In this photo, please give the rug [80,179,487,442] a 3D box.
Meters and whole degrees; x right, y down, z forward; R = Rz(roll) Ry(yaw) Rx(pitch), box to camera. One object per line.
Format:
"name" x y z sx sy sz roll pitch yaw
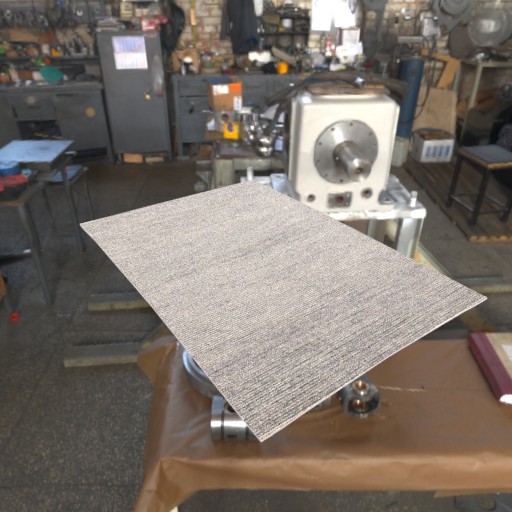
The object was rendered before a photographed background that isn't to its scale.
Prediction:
"rug" 0.000 0.000 2.913 1.604 0.030 2.307 -20 36 -30
